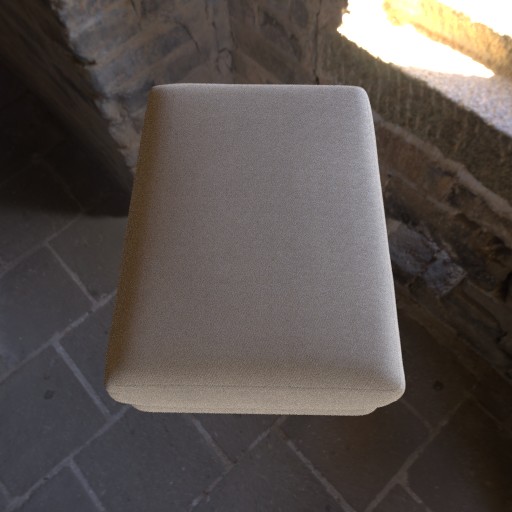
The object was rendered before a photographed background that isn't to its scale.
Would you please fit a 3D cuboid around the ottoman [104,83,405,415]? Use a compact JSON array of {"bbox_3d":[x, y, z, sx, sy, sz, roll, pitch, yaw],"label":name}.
[{"bbox_3d":[0.000,0.000,1.134,0.569,0.504,0.773,1,65,0],"label":"ottoman"}]
